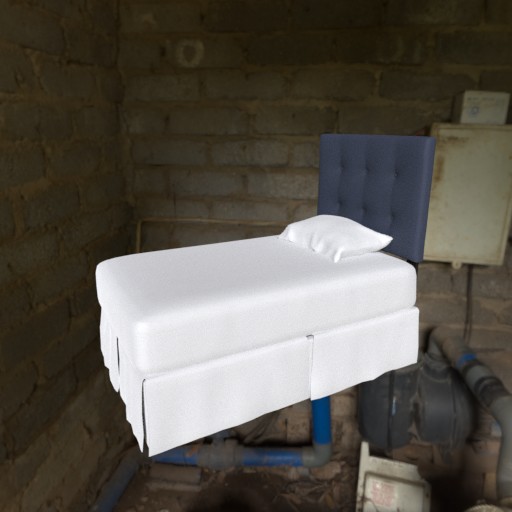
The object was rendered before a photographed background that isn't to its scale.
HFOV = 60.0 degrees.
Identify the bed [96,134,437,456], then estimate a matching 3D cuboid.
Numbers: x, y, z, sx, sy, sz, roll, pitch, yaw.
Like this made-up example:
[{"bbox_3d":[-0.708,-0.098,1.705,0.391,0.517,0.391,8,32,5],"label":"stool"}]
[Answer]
[{"bbox_3d":[0.000,0.000,3.013,1.997,1.571,1.261,-9,19,-27],"label":"bed"}]
